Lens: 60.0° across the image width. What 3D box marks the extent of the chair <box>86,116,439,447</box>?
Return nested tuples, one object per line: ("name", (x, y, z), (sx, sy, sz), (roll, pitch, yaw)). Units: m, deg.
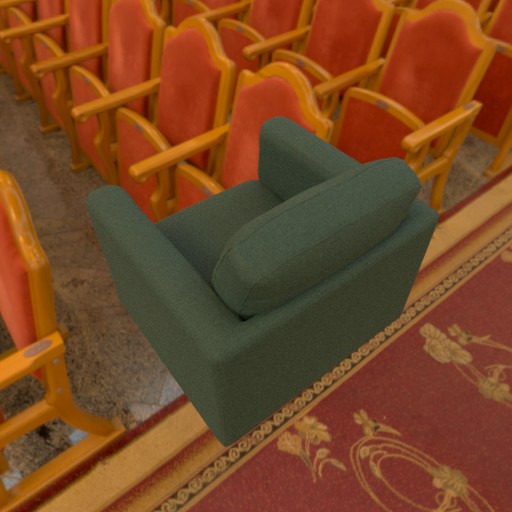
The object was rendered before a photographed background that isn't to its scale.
("chair", (0.000, 0.000, 1.569), (0.855, 0.927, 0.800), (-29, 54, -24))
